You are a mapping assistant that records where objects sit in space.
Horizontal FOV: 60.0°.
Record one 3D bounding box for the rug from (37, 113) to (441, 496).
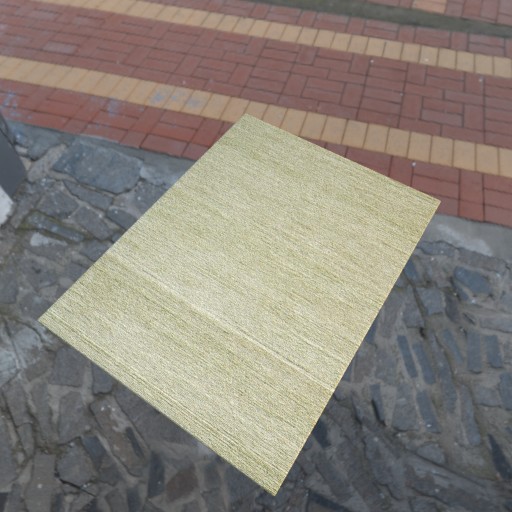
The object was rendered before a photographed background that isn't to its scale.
[{"bbox_3d":[0.000,0.000,4.185,2.425,0.016,3.198,29,62,17],"label":"rug"}]
